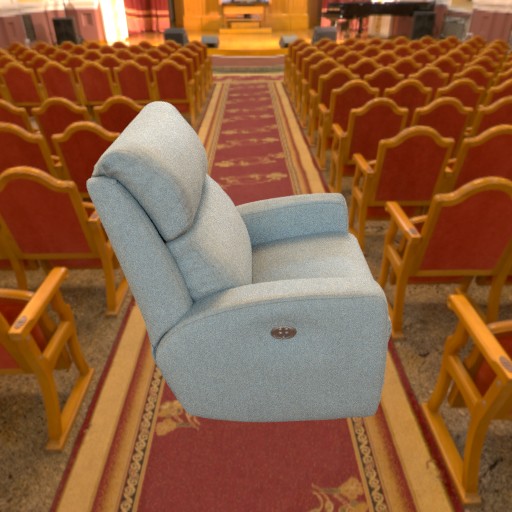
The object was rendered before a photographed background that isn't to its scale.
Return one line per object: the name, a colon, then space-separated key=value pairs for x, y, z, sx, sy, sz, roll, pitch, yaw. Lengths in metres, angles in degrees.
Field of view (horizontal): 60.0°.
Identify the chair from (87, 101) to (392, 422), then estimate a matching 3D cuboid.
chair: x=0.000 y=0.000 z=1.651 sx=0.940 sy=1.016 sz=0.794 roll=0 pitch=31 yaw=0
